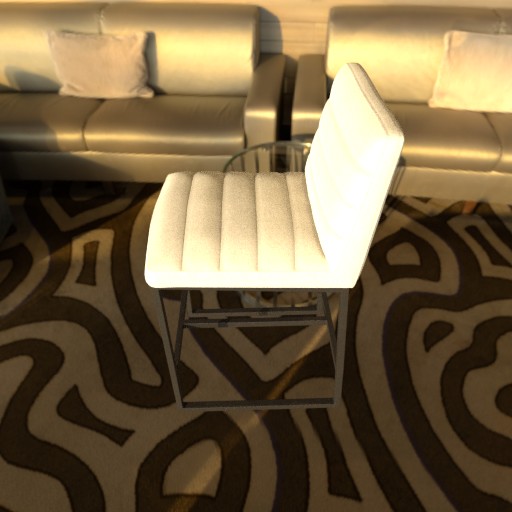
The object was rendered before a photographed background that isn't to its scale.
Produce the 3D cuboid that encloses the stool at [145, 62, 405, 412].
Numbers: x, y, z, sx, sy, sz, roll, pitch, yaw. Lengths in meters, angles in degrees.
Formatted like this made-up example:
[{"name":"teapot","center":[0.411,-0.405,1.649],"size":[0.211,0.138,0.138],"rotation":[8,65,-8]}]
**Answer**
[{"name":"stool","center":[0.000,0.000,1.307],"size":[0.567,0.971,0.459],"rotation":[-1,41,-1]}]
